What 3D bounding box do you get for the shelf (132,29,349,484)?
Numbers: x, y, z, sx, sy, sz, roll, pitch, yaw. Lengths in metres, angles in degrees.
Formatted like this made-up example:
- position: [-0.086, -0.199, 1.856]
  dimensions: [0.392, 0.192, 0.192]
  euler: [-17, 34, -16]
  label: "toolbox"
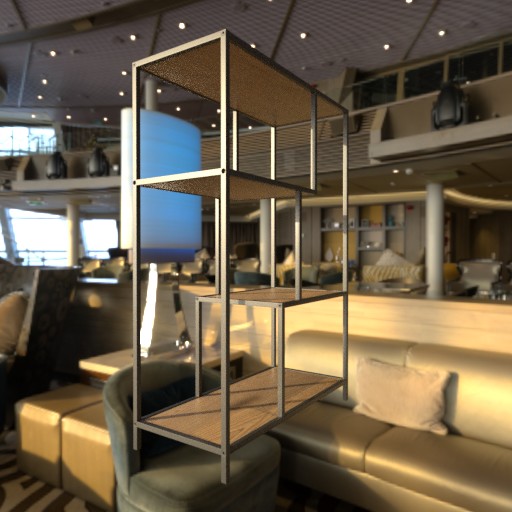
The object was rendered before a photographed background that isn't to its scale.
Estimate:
- position: [0.000, 0.000, 1.523]
  dimensions: [0.350, 1.138, 0.770]
  euler: [0, 1, 35]
  label: "shelf"
